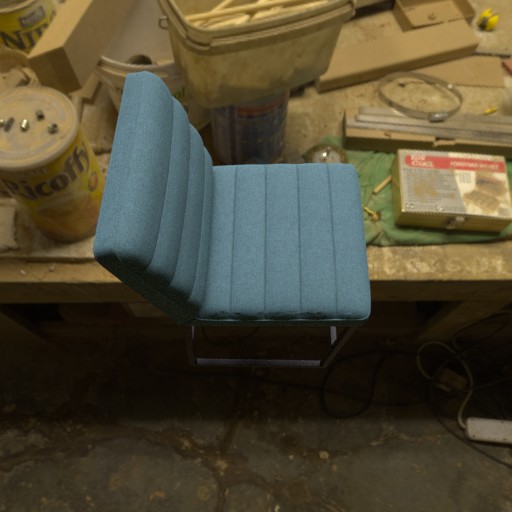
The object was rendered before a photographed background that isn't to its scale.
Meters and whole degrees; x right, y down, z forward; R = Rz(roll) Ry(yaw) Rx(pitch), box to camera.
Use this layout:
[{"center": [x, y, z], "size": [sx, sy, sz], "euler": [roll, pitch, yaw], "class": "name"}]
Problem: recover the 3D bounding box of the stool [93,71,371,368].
[{"center": [0.000, 0.000, 1.266], "size": [0.560, 0.940, 0.460], "euler": [1, 65, 0], "class": "stool"}]
